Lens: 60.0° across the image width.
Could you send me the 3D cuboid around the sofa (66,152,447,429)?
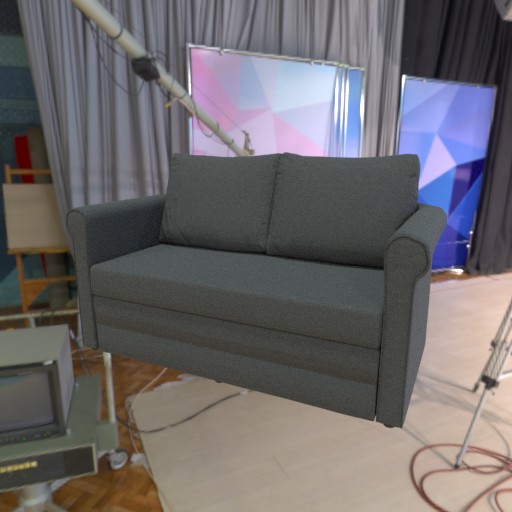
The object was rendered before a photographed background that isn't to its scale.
[{"bbox_3d":[0.000,0.000,1.922,1.460,0.872,0.741,7,15,25],"label":"sofa"}]
